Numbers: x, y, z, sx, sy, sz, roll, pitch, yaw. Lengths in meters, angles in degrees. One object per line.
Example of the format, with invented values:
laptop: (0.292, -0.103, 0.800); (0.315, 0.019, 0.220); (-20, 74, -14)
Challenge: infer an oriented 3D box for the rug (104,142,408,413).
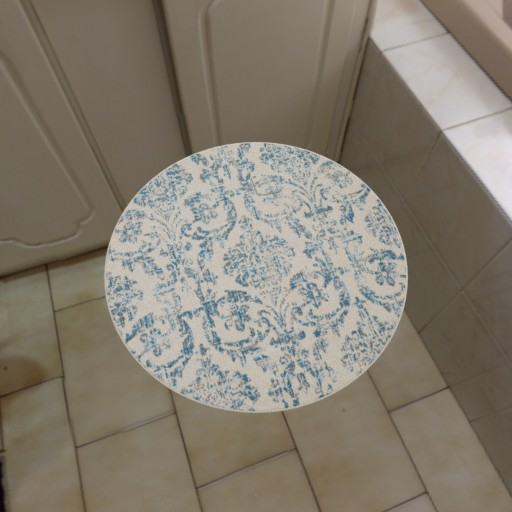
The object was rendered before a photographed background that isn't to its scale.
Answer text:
rug: (0.000, 0.000, 2.355); (1.593, 0.012, 1.593); (0, 62, 0)
